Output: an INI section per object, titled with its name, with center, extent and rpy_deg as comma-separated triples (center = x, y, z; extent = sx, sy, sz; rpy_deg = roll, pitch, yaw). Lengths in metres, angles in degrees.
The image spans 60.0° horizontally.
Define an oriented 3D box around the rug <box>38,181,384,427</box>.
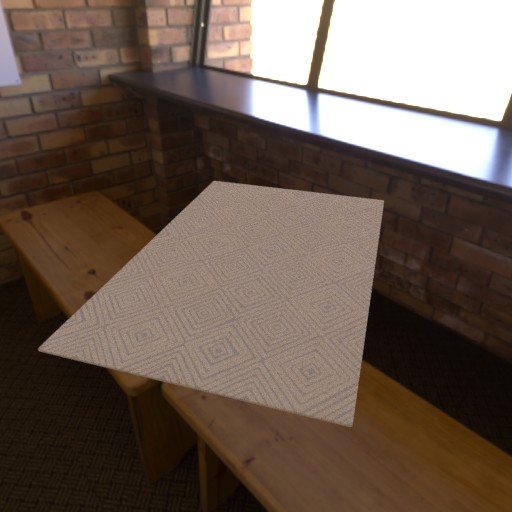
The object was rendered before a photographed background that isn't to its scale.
[rug]
center = 0.000, 0.000, 2.203
extent = 1.143, 0.008, 1.753
rpy_deg = 9, 32, 15
